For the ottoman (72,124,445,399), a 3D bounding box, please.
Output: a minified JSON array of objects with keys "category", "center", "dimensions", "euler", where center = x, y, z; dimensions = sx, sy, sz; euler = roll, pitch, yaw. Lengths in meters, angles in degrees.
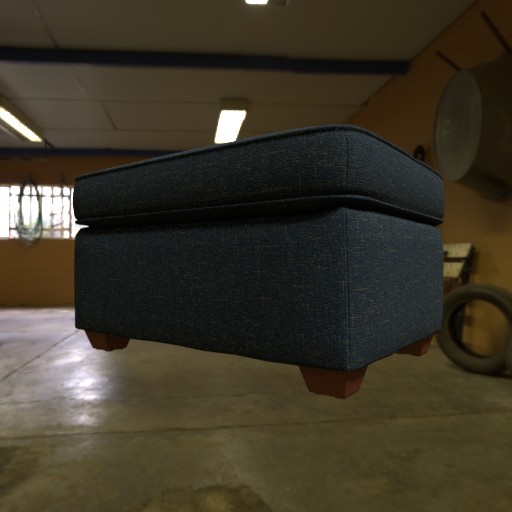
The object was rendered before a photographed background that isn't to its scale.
[{"category":"ottoman","center":[0.000,0.000,1.051],"dimensions":[0.749,0.450,0.549],"euler":[-1,-1,37]}]
